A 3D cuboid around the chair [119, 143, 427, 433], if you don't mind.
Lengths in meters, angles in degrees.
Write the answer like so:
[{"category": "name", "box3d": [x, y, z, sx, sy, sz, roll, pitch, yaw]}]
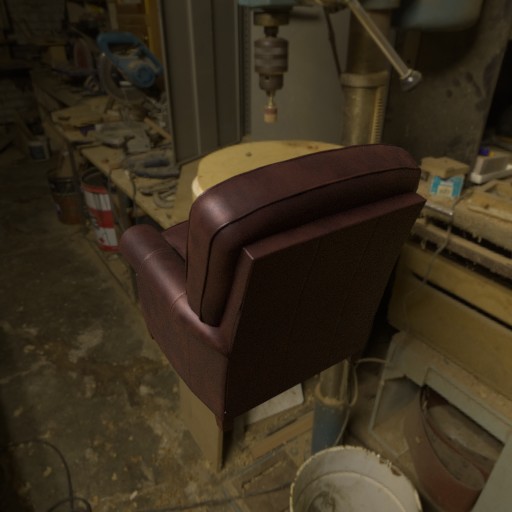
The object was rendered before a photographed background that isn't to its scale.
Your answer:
[{"category": "chair", "box3d": [0.000, 0.000, 1.792, 0.936, 1.018, 0.986, -19, 35, -29]}]
